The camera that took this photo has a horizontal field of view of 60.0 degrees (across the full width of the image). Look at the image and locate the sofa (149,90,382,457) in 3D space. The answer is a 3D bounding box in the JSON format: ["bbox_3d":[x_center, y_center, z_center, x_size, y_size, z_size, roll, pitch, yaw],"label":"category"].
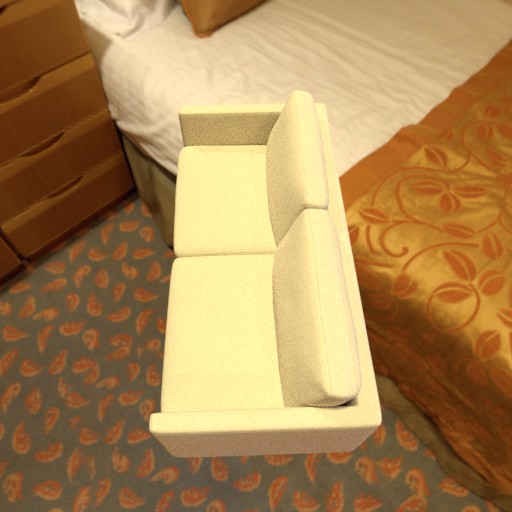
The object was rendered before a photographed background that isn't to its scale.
[{"bbox_3d":[0.000,0.000,2.488,0.965,0.889,1.981,-2,57,-1],"label":"sofa"}]
